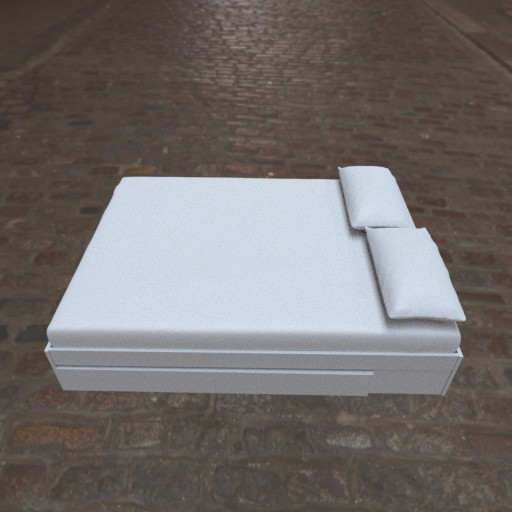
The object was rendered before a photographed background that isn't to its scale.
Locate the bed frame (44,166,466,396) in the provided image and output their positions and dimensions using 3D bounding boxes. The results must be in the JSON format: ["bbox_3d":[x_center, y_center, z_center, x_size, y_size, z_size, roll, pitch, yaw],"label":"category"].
[{"bbox_3d":[0.000,0.000,2.613,1.950,0.629,1.450,1,40,1],"label":"bed frame"}]
